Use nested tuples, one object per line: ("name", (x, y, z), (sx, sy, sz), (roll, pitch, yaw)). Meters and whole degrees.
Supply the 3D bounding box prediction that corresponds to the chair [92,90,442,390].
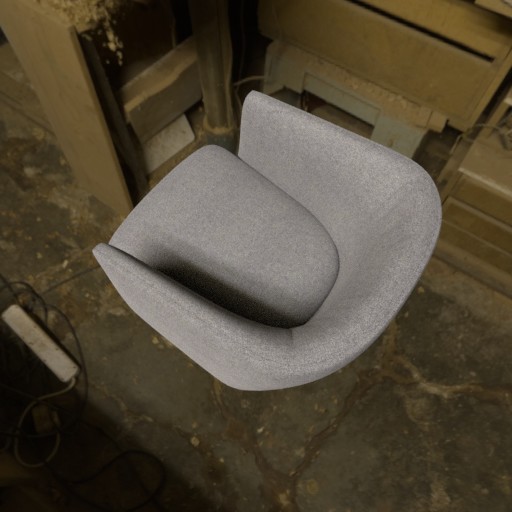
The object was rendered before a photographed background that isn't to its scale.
("chair", (0.000, 0.000, 1.607), (0.986, 0.861, 0.822), (33, 68, 15))
